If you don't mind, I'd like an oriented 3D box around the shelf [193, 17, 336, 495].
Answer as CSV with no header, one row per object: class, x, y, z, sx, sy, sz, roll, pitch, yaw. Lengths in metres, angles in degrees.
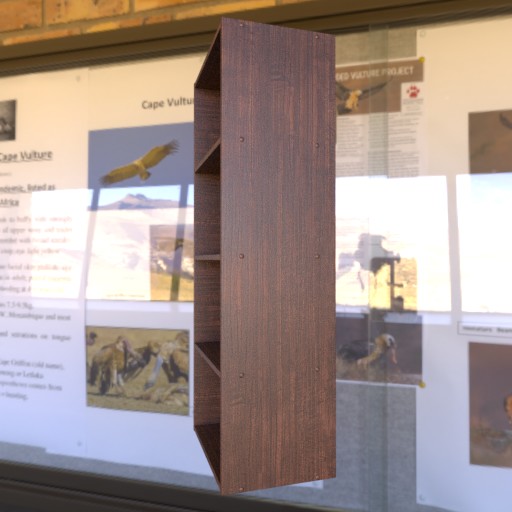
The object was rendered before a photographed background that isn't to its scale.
shelf,0.000,0.000,1.255,0.290,1.099,0.415,0,0,-17
